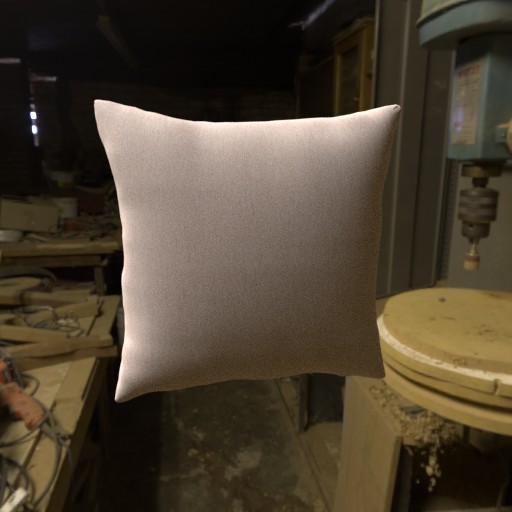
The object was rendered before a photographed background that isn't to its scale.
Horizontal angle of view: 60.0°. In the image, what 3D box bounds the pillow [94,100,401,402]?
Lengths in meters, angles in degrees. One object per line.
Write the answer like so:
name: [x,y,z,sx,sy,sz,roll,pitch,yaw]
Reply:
pillow: [0.000,0.000,0.660,0.433,0.436,0.173,-2,14,-9]
